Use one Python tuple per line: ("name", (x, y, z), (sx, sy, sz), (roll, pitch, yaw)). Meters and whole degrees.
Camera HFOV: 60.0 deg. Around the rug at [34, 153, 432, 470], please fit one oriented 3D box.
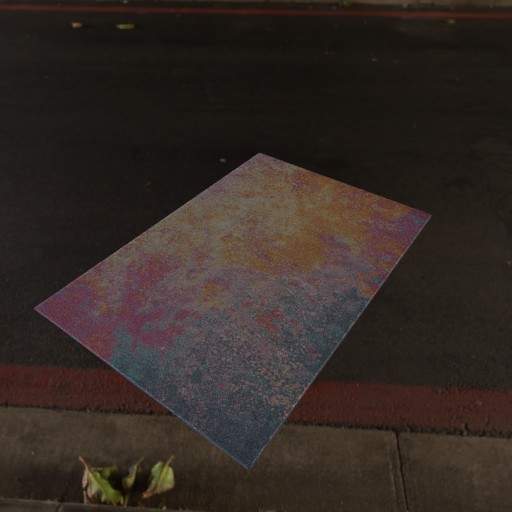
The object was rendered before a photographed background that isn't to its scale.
("rug", (0.000, 0.000, 3.744), (2.007, 0.013, 2.896), (26, 48, 26))
